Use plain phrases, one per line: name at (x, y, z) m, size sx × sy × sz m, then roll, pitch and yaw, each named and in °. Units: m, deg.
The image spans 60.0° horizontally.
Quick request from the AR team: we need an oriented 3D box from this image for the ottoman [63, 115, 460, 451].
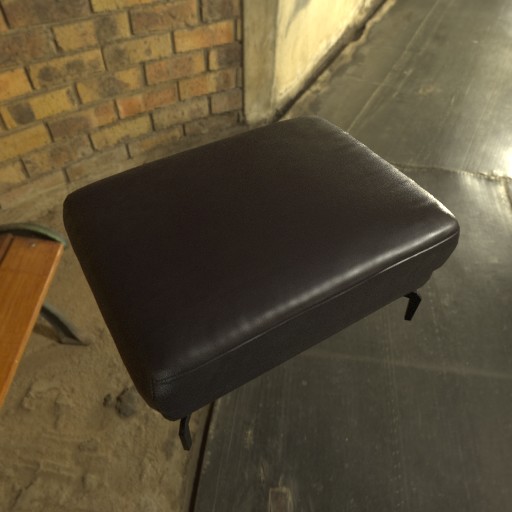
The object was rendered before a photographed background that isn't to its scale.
ottoman at (0.000, 0.000, 1.094) m, size 0.764 × 0.402 × 0.570 m, roll -24°, pitch 52°, yaw -21°
